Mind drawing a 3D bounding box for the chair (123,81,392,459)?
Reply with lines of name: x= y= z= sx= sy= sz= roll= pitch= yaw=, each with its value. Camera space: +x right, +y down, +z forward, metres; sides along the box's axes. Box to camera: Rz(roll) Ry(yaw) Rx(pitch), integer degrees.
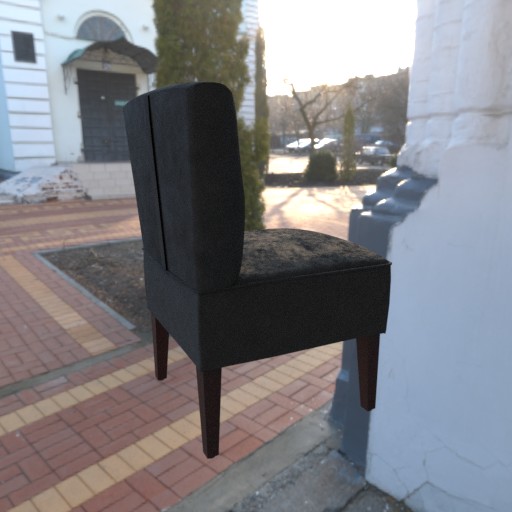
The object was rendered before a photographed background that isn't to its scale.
chair: x=0.000 y=0.000 z=1.177 sx=0.554 sy=0.806 sz=0.521 roll=-8 pitch=16 yaw=-27
